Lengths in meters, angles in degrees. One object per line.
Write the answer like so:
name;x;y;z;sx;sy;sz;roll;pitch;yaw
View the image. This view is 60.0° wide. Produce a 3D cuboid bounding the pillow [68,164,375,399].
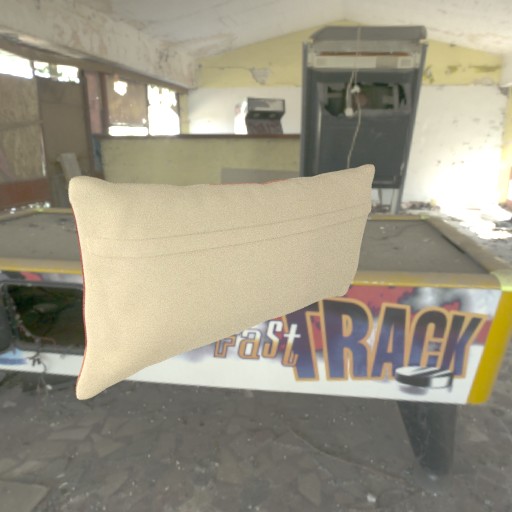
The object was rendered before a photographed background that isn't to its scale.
pillow;0.000;0.000;0.733;0.609;0.292;0.155;-13;20;-42
